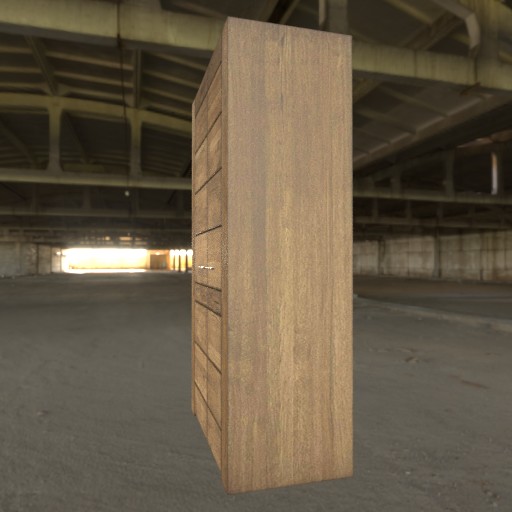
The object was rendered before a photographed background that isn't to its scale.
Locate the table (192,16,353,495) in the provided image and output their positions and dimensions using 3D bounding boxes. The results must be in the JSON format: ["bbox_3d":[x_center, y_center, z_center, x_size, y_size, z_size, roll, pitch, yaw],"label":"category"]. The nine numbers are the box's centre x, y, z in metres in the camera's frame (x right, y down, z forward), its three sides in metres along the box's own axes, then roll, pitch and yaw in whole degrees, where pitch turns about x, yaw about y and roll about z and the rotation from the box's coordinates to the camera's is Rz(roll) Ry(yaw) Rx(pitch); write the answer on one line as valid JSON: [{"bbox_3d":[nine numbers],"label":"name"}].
[{"bbox_3d":[0.000,0.000,2.454,0.600,2.000,1.100,0,-1,-16],"label":"table"}]
